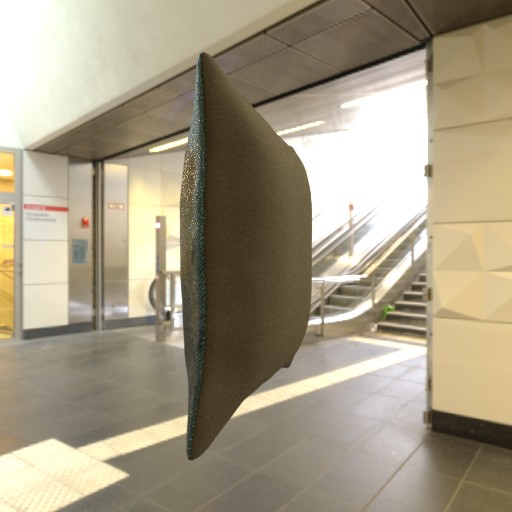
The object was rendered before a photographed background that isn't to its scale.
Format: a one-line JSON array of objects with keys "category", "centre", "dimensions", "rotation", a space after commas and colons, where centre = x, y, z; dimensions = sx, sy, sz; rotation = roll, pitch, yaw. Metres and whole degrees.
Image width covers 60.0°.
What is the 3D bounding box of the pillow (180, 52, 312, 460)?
[{"category": "pillow", "centre": [0.000, 0.000, 0.655], "dimensions": [0.138, 0.430, 0.436], "rotation": [0, 0, 17]}]
